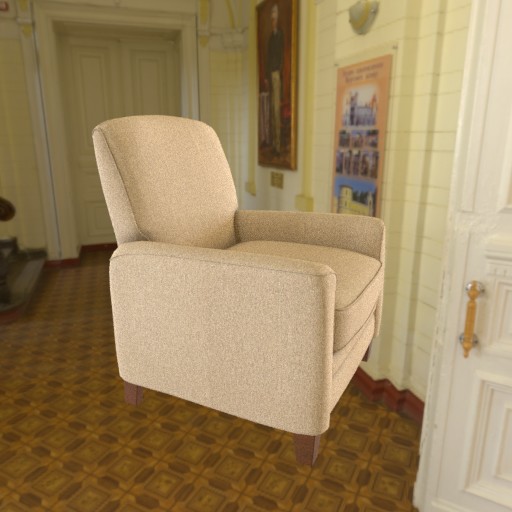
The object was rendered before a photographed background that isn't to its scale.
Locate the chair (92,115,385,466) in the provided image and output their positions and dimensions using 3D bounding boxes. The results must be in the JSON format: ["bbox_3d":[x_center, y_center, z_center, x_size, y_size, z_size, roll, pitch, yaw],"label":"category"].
[{"bbox_3d":[0.000,0.000,1.652,0.864,1.014,0.848,8,17,26],"label":"chair"}]
